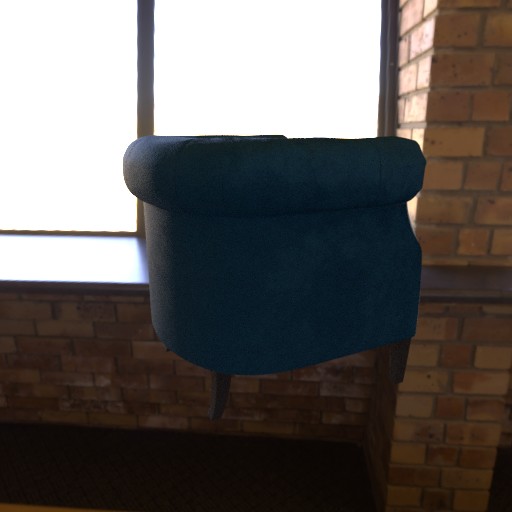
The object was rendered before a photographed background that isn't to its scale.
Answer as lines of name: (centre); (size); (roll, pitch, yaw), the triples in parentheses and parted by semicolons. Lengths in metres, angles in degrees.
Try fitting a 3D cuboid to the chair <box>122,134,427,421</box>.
chair: (0.000, 0.000, 1.561); (0.851, 0.826, 0.904); (-8, 18, -26)
